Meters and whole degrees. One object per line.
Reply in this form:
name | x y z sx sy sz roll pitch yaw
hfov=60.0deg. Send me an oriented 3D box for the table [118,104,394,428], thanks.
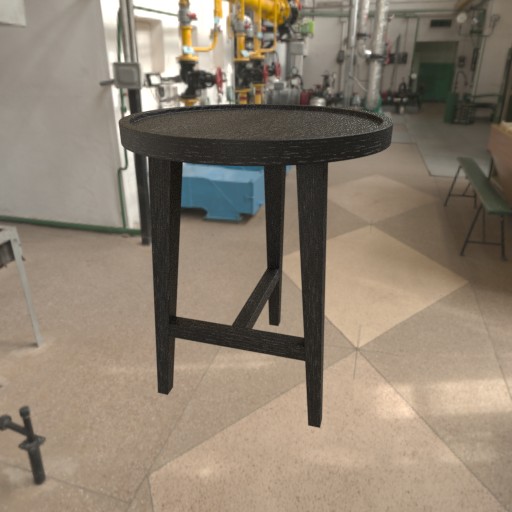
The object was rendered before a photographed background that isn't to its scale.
table | 0.000 0.000 0.762 0.399 0.460 0.399 0 24 0
